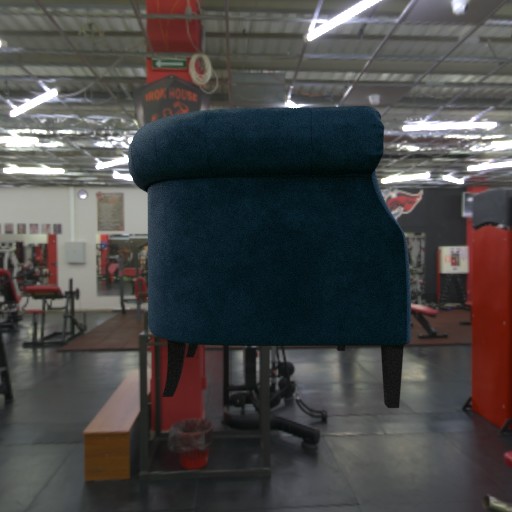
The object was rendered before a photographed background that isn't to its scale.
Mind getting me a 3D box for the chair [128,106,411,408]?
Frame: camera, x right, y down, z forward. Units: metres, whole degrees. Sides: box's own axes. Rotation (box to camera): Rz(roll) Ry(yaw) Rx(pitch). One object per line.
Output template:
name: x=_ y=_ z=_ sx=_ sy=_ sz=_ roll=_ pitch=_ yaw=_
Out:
chair: x=0.000 y=0.000 z=1.567 sx=0.851 sy=0.826 sz=0.904 roll=0 pitch=1 yaw=-1
